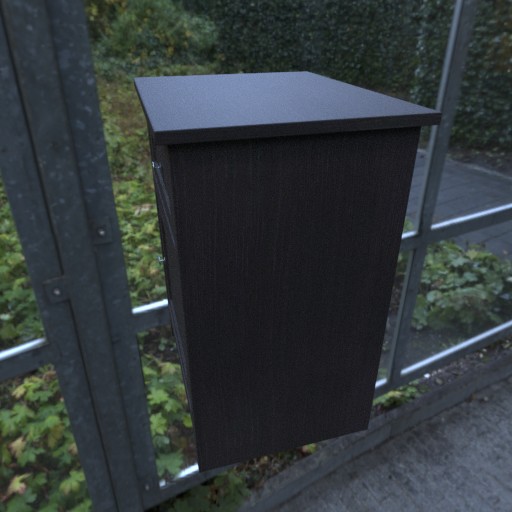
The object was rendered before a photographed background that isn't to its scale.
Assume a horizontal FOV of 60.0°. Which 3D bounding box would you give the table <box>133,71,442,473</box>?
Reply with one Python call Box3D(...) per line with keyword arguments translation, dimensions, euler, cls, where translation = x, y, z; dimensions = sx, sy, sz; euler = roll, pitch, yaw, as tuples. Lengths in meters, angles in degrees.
Box3D(translation=(0.000, 0.000, 0.902), dimensions=(0.381, 0.635, 0.480), euler=(-8, 30, -14), cls="table")
